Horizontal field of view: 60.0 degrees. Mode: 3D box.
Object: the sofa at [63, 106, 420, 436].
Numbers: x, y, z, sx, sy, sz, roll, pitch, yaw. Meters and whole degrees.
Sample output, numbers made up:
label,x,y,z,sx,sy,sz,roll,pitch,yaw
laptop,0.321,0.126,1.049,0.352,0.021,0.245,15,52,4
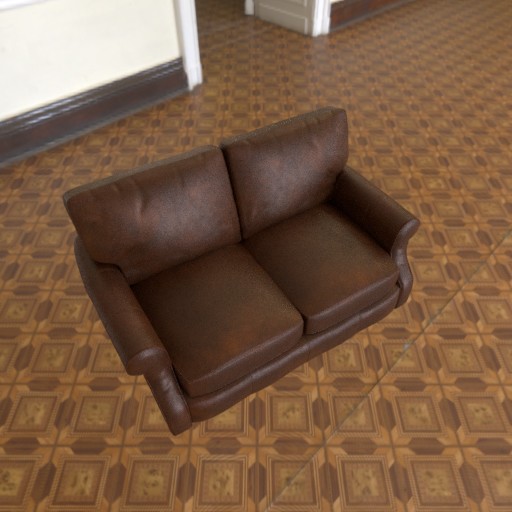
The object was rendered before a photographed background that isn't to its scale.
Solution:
label,x,y,z,sx,sy,sz,roll,pitch,yaw
sofa,0.000,0.000,2.265,1.616,0.976,0.990,-24,50,-22
